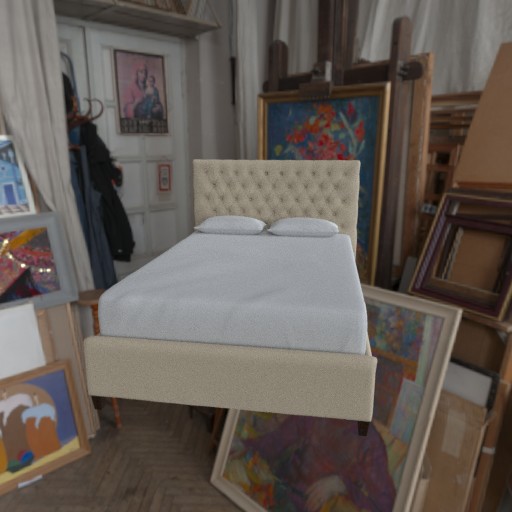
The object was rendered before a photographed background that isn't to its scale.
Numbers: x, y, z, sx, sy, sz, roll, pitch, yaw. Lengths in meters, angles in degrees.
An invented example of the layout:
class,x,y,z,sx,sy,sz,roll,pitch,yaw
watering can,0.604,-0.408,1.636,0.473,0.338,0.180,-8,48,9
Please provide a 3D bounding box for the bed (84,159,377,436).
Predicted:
class,x,y,z,sx,sy,sz,roll,pitch,yaw
bed,0.000,0.000,3.525,1.698,1.427,2.387,2,14,9
